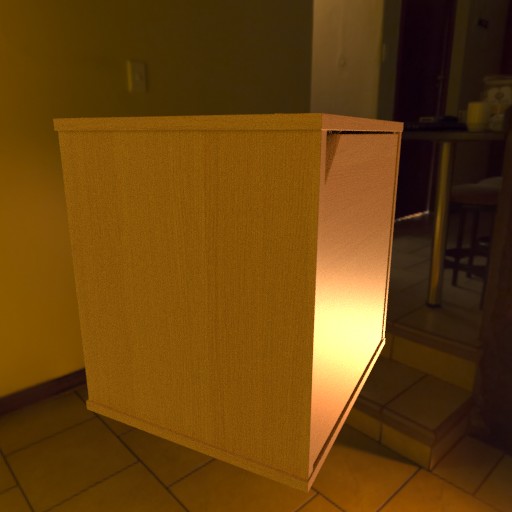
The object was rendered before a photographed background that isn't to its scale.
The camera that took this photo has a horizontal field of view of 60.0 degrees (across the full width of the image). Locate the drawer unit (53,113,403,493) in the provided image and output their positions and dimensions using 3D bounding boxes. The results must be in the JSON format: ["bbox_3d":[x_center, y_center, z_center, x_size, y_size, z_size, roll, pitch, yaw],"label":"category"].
[{"bbox_3d":[0.000,0.000,0.588,0.290,0.344,0.349,8,17,26],"label":"drawer unit"}]
